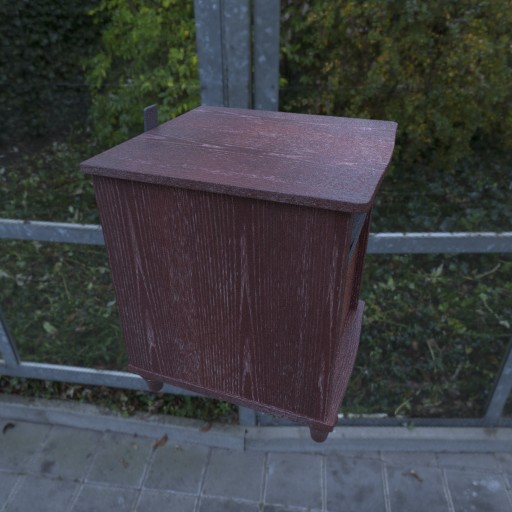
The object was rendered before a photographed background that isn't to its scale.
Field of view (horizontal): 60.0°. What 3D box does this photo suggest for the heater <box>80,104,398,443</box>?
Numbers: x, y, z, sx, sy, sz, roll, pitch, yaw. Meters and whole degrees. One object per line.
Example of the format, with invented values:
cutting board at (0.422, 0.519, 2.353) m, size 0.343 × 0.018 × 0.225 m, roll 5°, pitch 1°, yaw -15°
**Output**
heater at (0.000, 0.000, 0.776) m, size 0.400 × 0.481 × 0.362 m, roll 11°, pitch 33°, yaw 17°
